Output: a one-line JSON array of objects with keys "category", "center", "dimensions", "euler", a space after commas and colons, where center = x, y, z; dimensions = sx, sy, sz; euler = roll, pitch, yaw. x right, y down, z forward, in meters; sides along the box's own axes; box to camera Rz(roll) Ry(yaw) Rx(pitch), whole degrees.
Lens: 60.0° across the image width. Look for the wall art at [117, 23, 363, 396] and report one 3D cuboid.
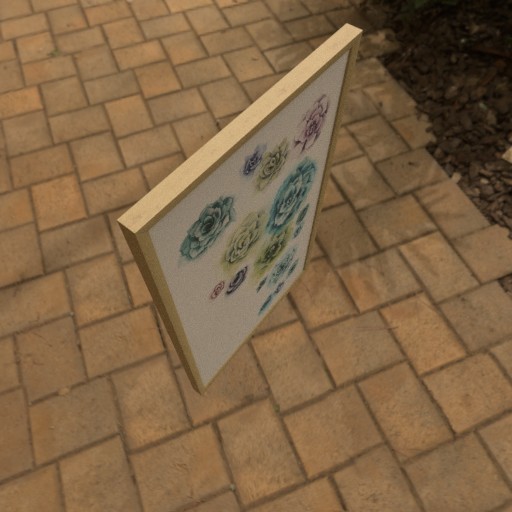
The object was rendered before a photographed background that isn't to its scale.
[{"category": "wall art", "center": [0.000, 0.000, 0.974], "dimensions": [0.039, 0.810, 0.510], "euler": [34, 65, 19]}]
